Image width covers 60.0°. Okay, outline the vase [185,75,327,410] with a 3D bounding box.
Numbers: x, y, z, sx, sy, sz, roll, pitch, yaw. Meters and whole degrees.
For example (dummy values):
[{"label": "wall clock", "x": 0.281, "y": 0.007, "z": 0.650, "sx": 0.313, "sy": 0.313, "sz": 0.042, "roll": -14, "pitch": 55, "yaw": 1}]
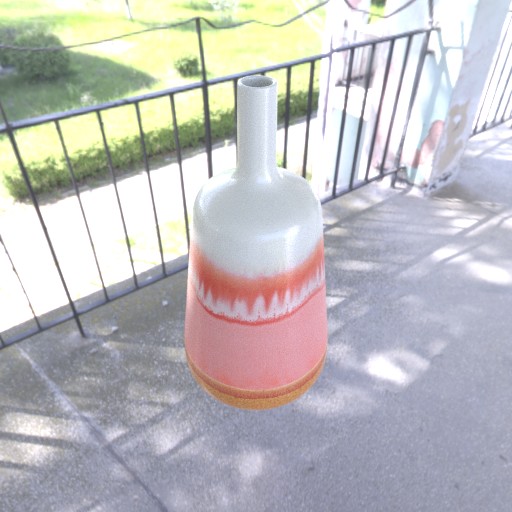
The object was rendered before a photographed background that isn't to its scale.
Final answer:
[{"label": "vase", "x": 0.000, "y": 0.000, "z": 0.383, "sx": 0.144, "sy": 0.296, "sz": 0.144, "roll": 0, "pitch": 40, "yaw": 0}]
